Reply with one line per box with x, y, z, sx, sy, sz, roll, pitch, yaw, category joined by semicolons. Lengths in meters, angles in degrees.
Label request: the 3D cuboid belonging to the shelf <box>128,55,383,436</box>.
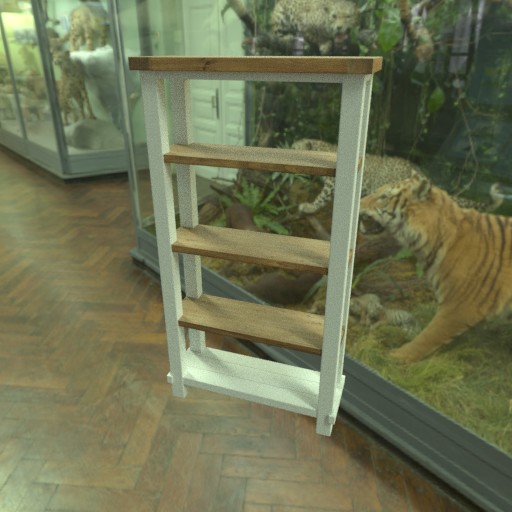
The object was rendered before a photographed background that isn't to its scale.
0.000;0.000;2.290;1.022;1.878;0.381;8;26;17;shelf
